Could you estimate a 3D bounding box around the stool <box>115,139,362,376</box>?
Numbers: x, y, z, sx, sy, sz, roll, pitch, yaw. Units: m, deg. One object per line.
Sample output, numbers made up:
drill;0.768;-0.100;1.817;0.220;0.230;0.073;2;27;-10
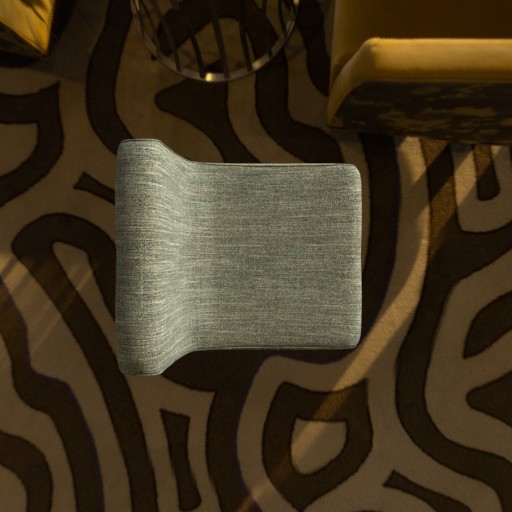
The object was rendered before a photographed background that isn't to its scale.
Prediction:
stool;0.000;0.000;1.254;0.499;0.965;0.426;0;90;1
